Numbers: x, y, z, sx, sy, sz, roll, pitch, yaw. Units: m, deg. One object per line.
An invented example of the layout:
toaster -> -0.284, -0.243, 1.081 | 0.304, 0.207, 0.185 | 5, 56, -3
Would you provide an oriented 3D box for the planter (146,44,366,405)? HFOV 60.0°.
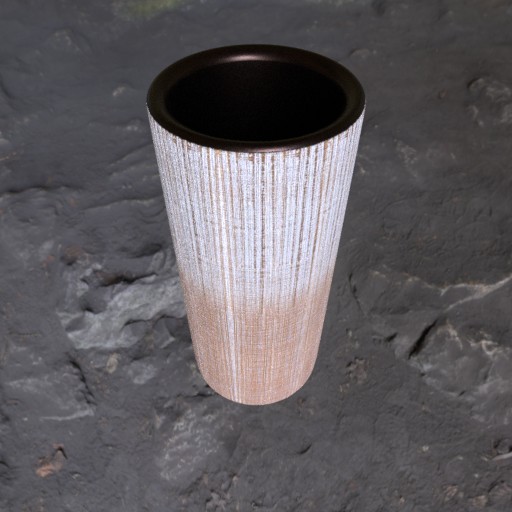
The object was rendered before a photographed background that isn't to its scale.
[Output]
planter -> 0.000, 0.000, 0.285 | 0.100, 0.227, 0.100 | 34, 55, 27
